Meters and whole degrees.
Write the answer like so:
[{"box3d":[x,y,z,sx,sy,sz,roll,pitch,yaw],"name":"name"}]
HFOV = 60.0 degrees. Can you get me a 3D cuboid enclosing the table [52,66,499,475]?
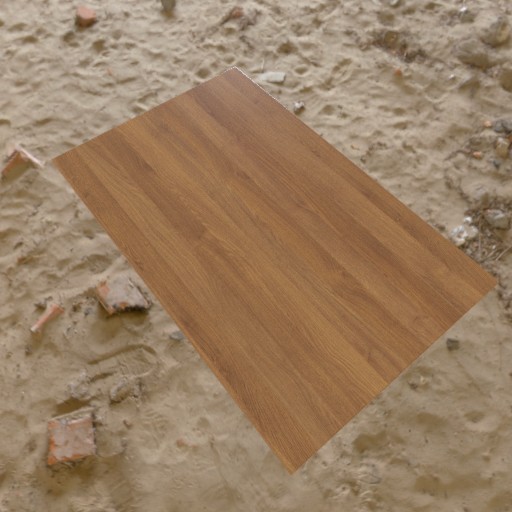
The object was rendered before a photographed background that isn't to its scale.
[{"box3d":[0.000,0.000,1.420,0.700,0.442,1.100,-35,65,-19],"name":"table"}]
